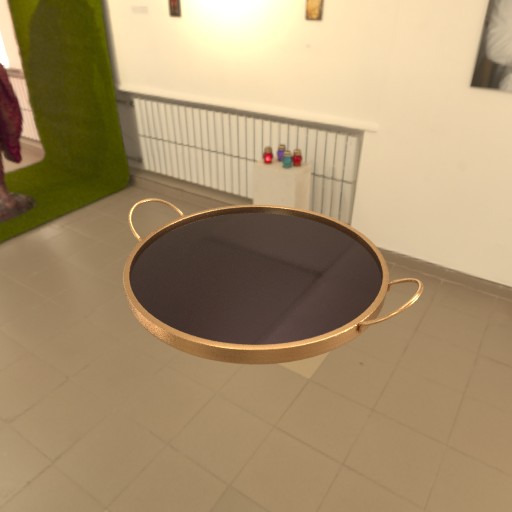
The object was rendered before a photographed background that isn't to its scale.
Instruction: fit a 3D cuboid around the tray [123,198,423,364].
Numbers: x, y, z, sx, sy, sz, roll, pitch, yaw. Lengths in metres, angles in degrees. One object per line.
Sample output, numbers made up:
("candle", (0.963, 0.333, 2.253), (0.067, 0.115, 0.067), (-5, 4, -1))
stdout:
("tray", (0.000, 0.000, 0.751), (0.543, 0.069, 0.438), (19, 36, 28))
